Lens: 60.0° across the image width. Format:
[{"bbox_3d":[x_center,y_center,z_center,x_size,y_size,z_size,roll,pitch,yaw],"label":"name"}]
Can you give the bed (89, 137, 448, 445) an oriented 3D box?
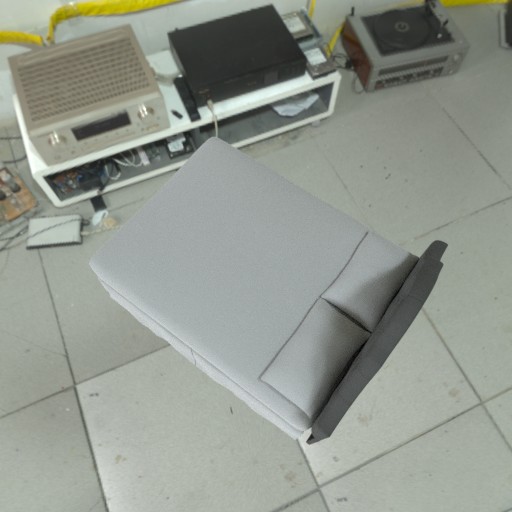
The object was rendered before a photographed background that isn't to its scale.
[{"bbox_3d":[0.000,0.000,3.260,2.155,1.575,1.636,34,69,15],"label":"bed"}]
